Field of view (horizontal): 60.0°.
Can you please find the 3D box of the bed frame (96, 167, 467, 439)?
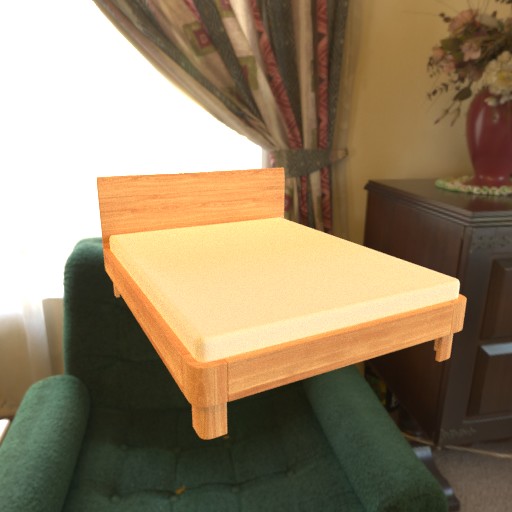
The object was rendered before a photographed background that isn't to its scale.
[{"bbox_3d":[0.000,0.000,2.990,1.660,0.940,2.092,-8,18,-26],"label":"bed frame"}]
